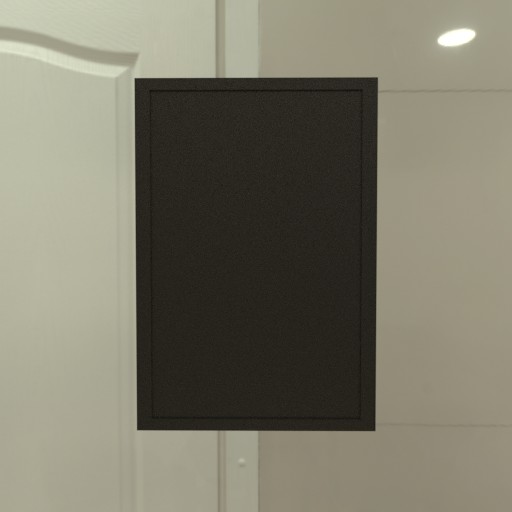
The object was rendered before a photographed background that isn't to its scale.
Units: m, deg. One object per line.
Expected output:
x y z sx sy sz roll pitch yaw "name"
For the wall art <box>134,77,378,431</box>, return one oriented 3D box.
0.000 0.000 0.835 0.451 0.661 0.012 0 1 0 "wall art"
